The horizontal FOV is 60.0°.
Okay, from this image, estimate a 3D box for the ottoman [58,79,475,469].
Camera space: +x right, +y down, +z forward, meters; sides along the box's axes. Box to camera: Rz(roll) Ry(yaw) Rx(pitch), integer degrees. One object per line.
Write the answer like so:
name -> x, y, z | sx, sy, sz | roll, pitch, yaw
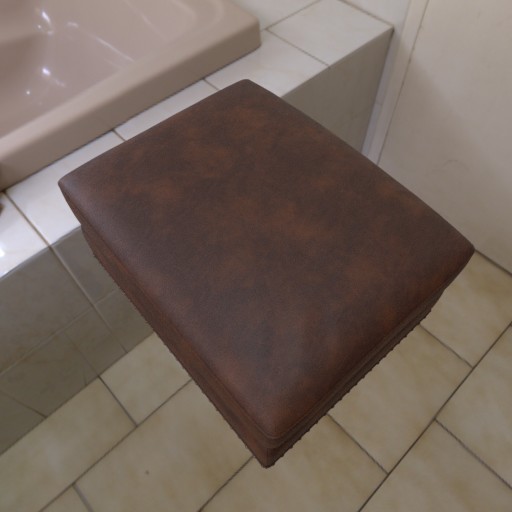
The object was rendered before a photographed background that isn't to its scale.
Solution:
ottoman -> 0.000, 0.000, 1.091 | 0.586, 0.486, 0.742 | -36, 64, -21
